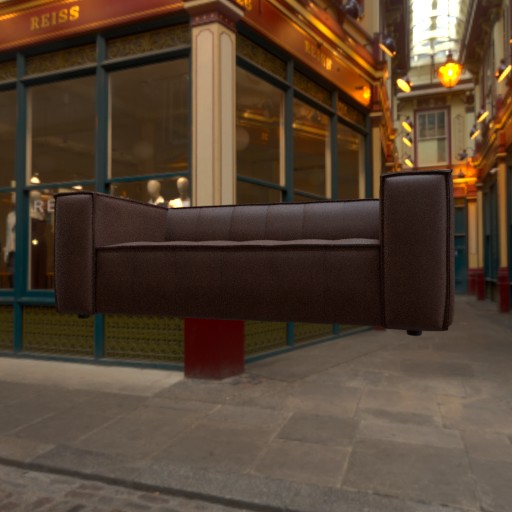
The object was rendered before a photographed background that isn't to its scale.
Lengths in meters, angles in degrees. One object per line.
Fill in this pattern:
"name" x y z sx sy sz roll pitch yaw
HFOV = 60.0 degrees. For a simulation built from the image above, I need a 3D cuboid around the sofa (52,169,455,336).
"sofa" 0.000 0.000 2.609 2.088 0.703 1.102 0 -1 19
